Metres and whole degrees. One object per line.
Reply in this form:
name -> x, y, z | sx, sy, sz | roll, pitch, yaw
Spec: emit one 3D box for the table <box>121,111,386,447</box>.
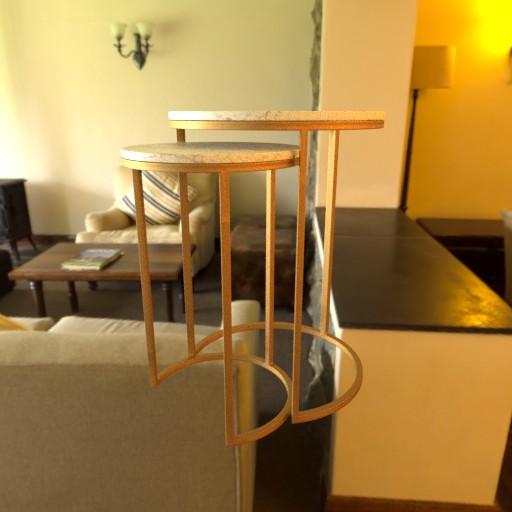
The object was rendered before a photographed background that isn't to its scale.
table -> 0.000, 0.000, 0.888 | 0.507, 0.550, 0.400 | -17, 24, -42
